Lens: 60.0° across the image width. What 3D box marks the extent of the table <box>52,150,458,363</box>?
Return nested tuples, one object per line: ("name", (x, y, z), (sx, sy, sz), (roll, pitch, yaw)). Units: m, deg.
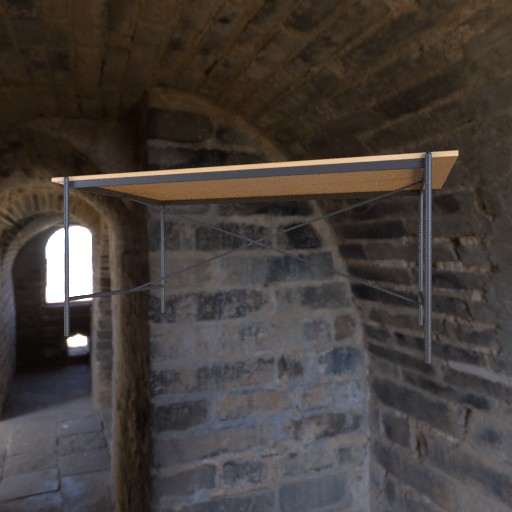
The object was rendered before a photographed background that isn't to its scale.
("table", (0.000, 0.000, 2.263), (1.800, 0.758, 0.900), (0, 0, 19))
